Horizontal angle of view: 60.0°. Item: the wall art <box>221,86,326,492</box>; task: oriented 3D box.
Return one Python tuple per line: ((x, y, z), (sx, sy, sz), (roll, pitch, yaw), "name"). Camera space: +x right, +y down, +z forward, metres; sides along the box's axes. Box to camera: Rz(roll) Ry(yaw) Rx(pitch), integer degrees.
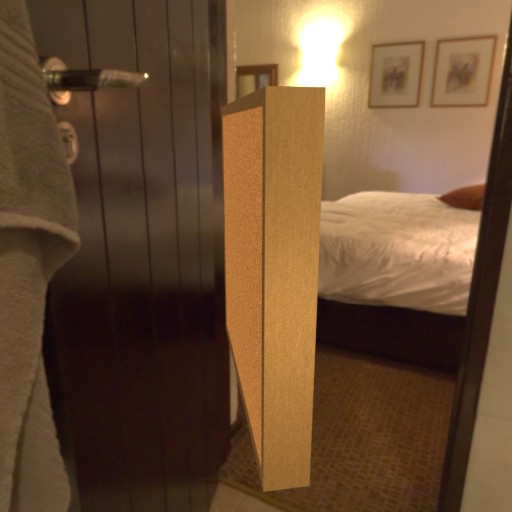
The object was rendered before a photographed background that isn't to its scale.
((0.000, 0.000, 0.460), (0.038, 0.305, 0.304), (-3, 16, -9), "wall art")
